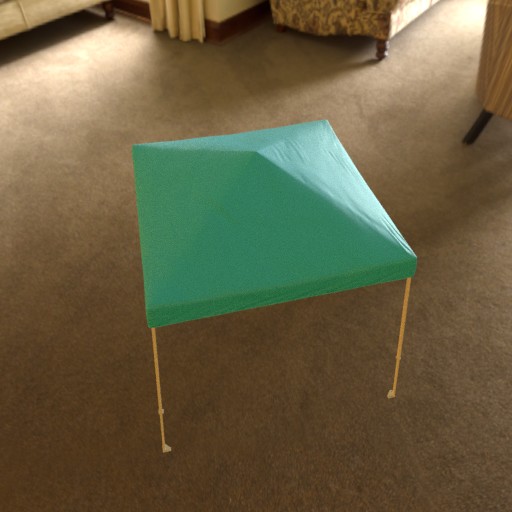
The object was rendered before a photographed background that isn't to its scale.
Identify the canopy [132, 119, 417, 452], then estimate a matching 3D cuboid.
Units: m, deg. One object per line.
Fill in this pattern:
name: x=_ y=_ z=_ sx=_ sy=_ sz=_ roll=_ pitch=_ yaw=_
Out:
canopy: x=0.000 y=0.000 z=5.129 sx=2.849 sy=2.850 sz=2.850 roll=-10 pitch=49 yaw=-9
